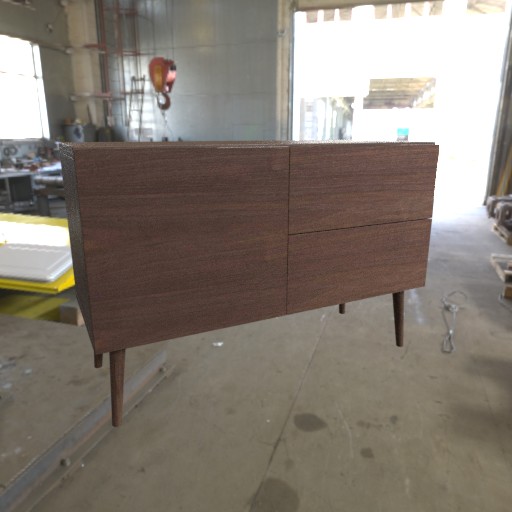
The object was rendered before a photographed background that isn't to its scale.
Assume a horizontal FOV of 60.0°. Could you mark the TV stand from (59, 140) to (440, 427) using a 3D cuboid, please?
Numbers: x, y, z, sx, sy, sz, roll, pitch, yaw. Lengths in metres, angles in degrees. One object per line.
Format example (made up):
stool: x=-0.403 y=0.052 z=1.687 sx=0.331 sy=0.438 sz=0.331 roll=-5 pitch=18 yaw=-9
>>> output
TV stand: x=0.000 y=0.000 z=1.326 sx=0.990 sy=0.660 sz=0.405 roll=-8 pitch=17 yaw=-26
